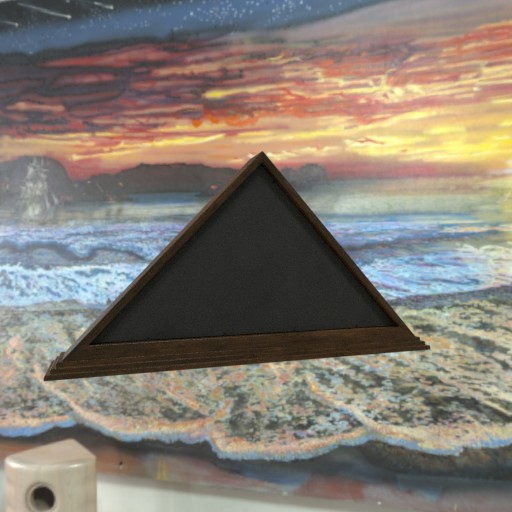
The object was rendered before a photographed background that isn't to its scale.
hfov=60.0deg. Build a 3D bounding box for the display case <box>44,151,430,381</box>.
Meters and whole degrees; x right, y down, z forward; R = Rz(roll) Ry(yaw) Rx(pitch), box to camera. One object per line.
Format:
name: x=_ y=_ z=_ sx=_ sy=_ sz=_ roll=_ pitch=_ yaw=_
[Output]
display case: x=0.000 y=0.000 z=0.749 sx=0.640 sy=0.340 sz=0.095 roll=0 pitch=0 yaw=-19
